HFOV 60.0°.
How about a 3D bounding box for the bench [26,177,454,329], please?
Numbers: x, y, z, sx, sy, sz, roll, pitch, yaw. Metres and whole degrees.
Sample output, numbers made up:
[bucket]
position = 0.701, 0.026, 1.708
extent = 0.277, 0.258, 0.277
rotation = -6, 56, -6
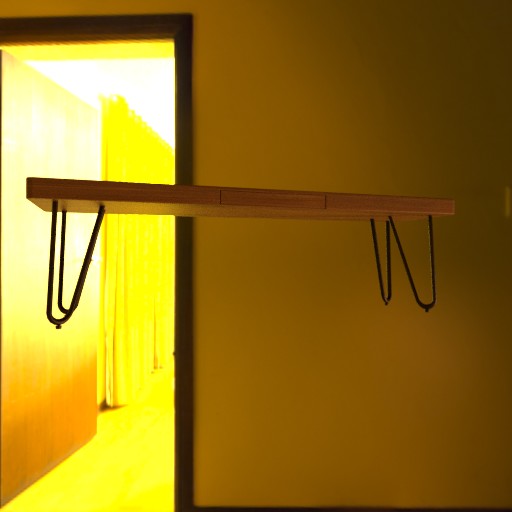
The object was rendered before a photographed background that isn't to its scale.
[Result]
[bench]
position = 0.000, 0.000, 1.744
extent = 1.570, 0.462, 0.425
rotation = 0, 0, -18
